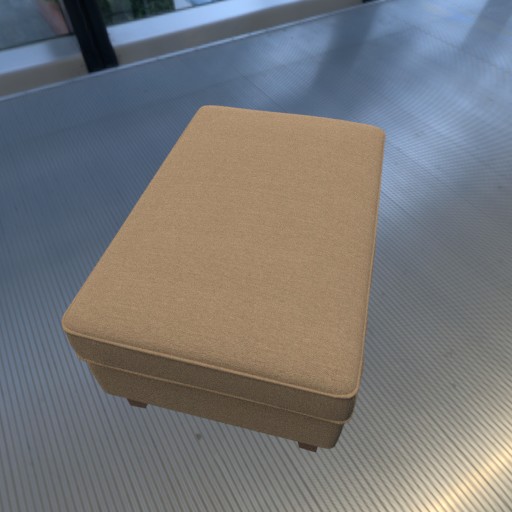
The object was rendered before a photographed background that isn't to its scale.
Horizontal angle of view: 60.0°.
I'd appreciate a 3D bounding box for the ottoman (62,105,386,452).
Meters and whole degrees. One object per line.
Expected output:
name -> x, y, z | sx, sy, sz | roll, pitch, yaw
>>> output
ottoman -> 0.000, 0.000, 1.298 | 0.636, 0.521, 0.945 | 11, 49, 9
